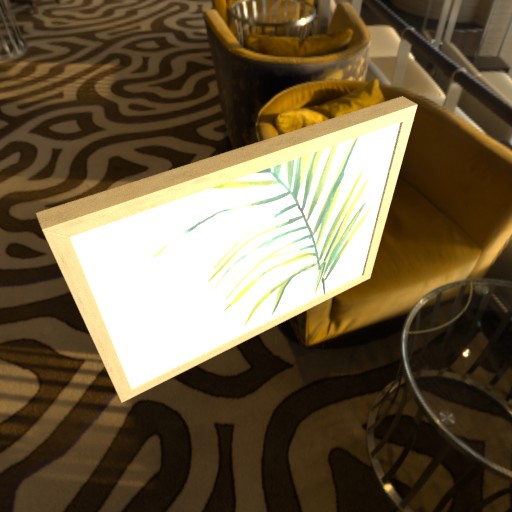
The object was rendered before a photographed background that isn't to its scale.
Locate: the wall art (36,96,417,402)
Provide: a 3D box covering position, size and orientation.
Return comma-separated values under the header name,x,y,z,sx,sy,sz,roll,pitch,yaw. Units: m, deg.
name,x,y,z,sx,sy,sz,roll,pitch,yaw
wall art,0.000,0.000,0.697,0.532,0.380,0.032,-23,50,-21
